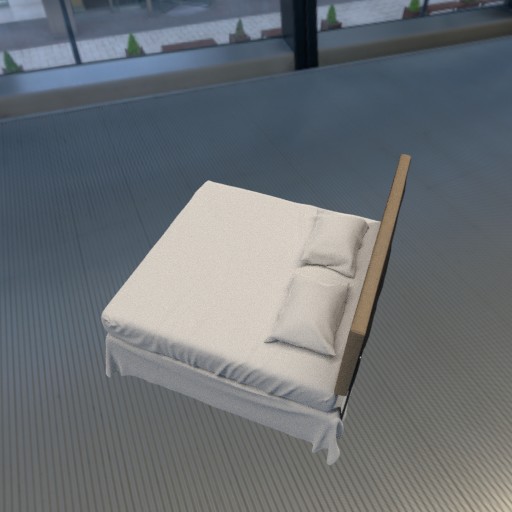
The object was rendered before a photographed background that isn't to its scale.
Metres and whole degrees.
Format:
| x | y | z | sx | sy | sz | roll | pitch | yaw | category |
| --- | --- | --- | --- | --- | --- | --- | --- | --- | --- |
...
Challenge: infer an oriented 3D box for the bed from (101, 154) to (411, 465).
| x | y | z | sx | sy | sz | roll | pitch | yaw | category |
| --- | --- | --- | --- | --- | --- | --- | --- | --- | --- |
| 0.000 | 0.000 | 3.834 | 2.222 | 1.651 | 2.311 | 15 | 47 | 15 | bed |
